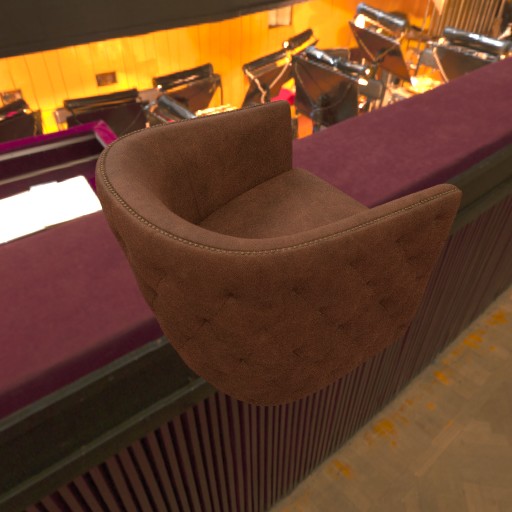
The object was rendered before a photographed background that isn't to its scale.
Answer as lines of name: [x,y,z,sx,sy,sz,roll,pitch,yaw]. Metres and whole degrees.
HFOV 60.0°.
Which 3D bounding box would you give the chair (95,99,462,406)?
chair: [0.000,0.000,1.509,0.870,0.790,0.850,-25,47,-26]
